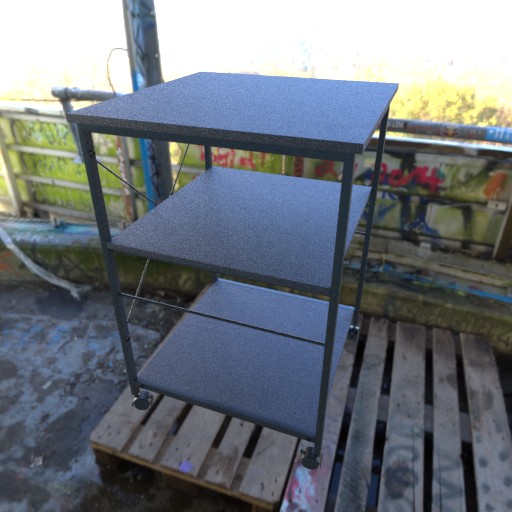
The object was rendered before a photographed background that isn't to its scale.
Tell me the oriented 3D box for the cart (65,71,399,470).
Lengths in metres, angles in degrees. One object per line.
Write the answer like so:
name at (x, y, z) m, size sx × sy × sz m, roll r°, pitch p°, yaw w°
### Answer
cart at (0.000, 0.000, 1.102) m, size 0.520 × 0.762 × 0.521 m, roll 11°, pitch 32°, yaw 18°
